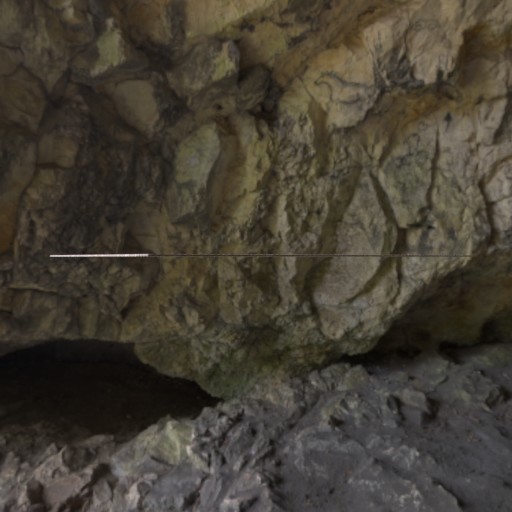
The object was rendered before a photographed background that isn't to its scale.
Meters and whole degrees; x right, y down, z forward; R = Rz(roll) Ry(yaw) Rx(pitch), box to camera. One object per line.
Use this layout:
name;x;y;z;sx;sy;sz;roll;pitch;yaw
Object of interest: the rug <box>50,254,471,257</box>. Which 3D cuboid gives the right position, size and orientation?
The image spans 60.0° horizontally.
rug;0.000;0.000;3.871;2.894;0.013;2.286;0;0;-36
